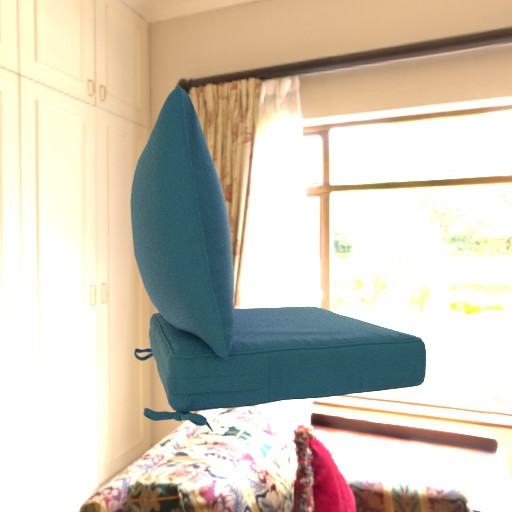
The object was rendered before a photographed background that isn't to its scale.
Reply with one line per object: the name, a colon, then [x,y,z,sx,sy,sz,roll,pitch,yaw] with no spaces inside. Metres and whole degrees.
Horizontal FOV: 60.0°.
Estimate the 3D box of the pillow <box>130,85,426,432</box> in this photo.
pillow: [0.000,0.000,1.347,0.733,0.725,0.798,0,1,-17]
